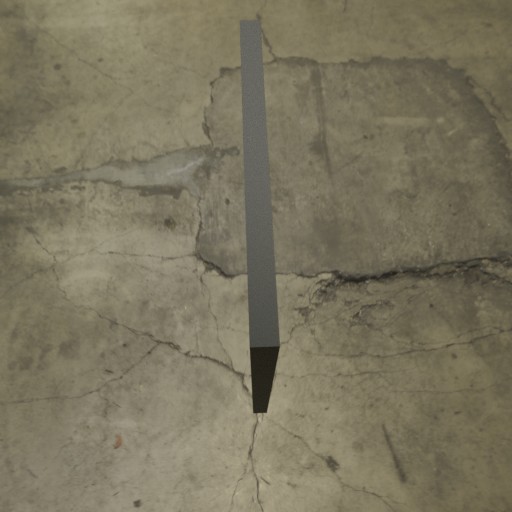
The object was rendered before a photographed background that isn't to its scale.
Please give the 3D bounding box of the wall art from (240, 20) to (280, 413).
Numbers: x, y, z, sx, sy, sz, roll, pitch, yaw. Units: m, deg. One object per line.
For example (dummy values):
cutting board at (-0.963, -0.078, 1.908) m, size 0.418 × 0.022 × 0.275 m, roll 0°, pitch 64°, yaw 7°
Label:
wall art at (0.000, 0.000, 0.767) m, size 0.029 × 0.559 × 0.457 m, roll -2°, pitch 64°, yaw -1°
